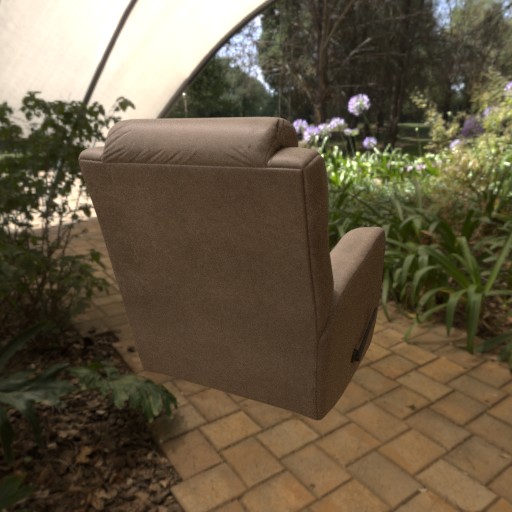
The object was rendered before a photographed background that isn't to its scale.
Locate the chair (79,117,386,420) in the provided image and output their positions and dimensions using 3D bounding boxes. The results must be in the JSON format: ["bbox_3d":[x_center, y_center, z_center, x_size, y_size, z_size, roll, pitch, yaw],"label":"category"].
[{"bbox_3d":[0.000,0.000,1.914,0.967,1.116,1.068,8,17,25],"label":"chair"}]
